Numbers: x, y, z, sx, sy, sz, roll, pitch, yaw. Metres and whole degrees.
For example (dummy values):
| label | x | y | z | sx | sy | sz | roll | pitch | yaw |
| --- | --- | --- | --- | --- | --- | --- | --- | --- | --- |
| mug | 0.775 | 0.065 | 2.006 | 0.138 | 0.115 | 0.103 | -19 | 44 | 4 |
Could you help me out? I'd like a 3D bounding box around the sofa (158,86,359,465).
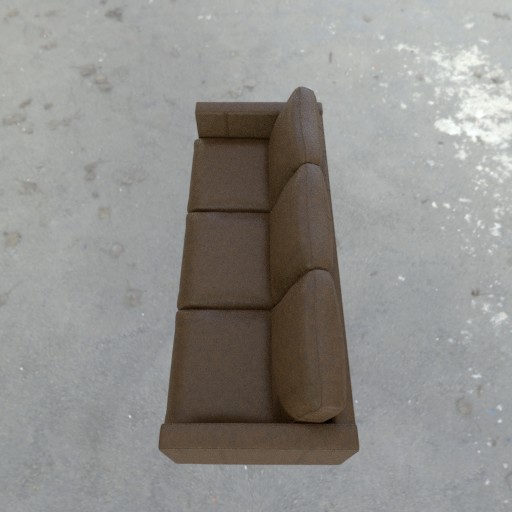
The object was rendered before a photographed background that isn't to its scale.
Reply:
| label | x | y | z | sx | sy | sz | roll | pitch | yaw |
| --- | --- | --- | --- | --- | --- | --- | --- | --- | --- |
| sofa | 0.000 | 0.000 | 2.672 | 0.903 | 0.930 | 2.231 | 0 | 59 | 0 |
